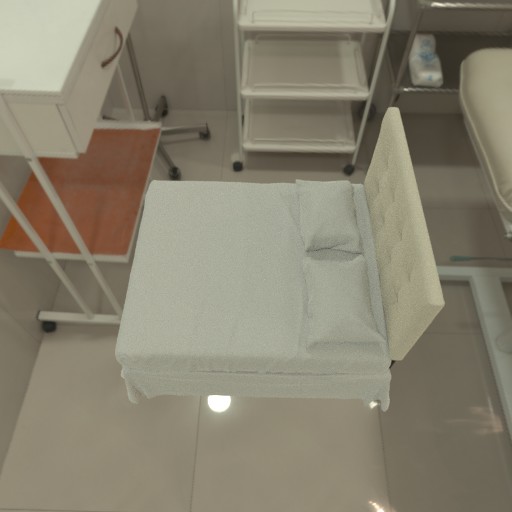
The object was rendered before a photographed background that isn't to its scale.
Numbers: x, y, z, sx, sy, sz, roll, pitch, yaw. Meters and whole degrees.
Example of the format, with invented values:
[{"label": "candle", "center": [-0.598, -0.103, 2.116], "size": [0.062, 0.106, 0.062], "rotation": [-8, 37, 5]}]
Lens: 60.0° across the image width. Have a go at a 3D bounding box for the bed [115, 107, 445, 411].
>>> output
[{"label": "bed", "center": [0.000, 0.000, 3.451], "size": [2.222, 1.577, 1.936], "rotation": [1, 57, 1]}]
